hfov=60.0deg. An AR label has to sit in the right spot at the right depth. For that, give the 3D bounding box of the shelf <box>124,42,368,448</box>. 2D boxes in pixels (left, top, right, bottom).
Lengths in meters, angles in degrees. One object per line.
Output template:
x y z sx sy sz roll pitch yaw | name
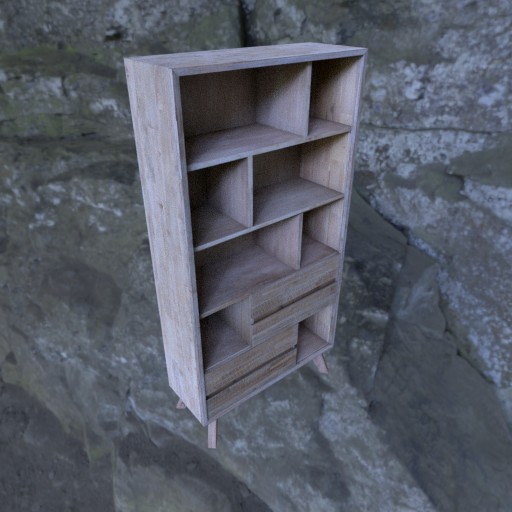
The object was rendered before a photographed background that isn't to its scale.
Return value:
0.000 0.000 1.754 0.748 1.471 0.308 -22 37 -33 | shelf
